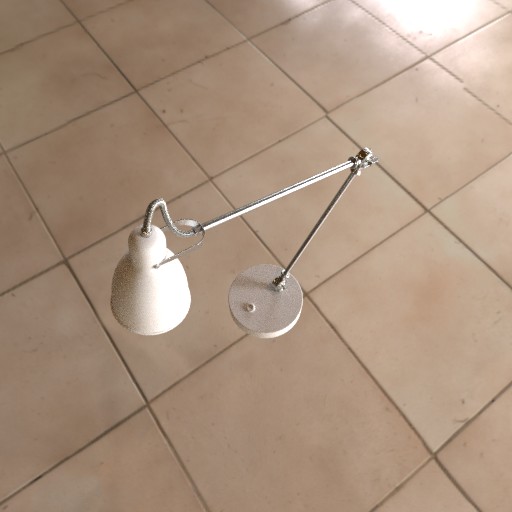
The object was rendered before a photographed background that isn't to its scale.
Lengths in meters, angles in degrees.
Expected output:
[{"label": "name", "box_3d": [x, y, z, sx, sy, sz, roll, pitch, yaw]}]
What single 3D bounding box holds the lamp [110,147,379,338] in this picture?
[{"label": "lamp", "box_3d": [0.000, 0.000, 0.877, 0.561, 0.587, 0.187, -33, 67, -16]}]
